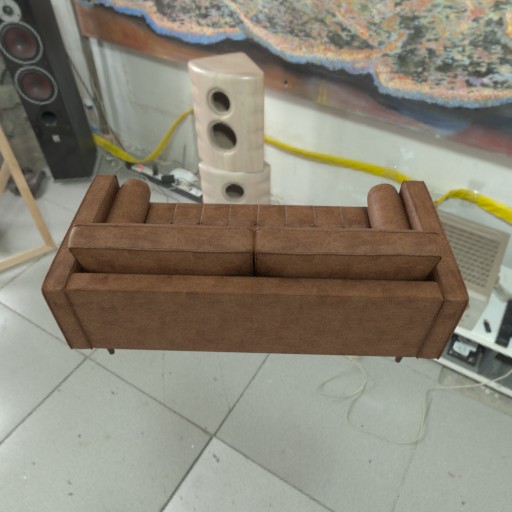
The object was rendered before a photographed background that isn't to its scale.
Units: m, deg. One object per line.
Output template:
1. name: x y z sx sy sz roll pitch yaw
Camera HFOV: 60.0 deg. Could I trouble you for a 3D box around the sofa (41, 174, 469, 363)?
1. sofa: 0.000 0.000 2.396 1.920 0.825 0.924 1 45 1
